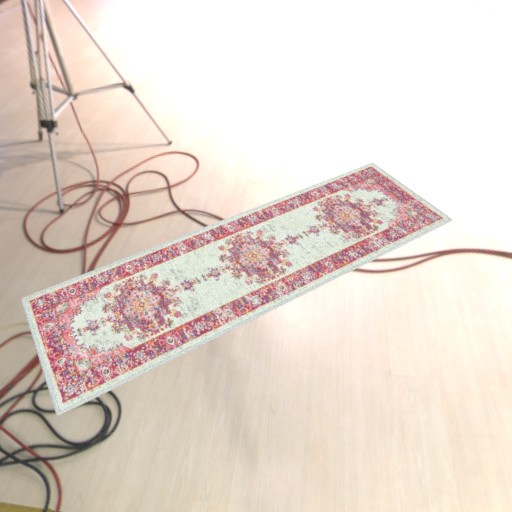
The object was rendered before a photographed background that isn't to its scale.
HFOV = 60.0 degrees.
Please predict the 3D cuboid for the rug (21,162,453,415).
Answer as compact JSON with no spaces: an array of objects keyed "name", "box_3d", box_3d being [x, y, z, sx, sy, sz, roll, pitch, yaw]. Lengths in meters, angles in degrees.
[{"name":"rug","box_3d":[0.000,0.000,1.907,1.824,0.009,0.562,-24,50,-21]}]
